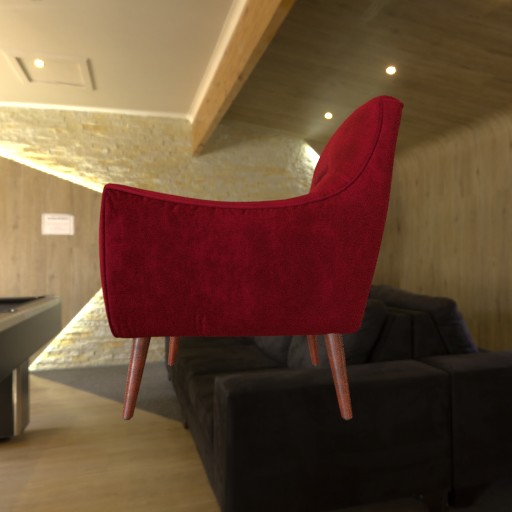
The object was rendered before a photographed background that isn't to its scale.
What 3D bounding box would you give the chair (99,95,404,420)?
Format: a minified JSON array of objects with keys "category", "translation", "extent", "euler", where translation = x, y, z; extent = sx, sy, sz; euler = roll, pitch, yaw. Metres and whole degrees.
[{"category":"chair","translation":[0.000,0.000,1.426],"extent":[0.787,0.838,0.762],"euler":[0,-1,0]}]
